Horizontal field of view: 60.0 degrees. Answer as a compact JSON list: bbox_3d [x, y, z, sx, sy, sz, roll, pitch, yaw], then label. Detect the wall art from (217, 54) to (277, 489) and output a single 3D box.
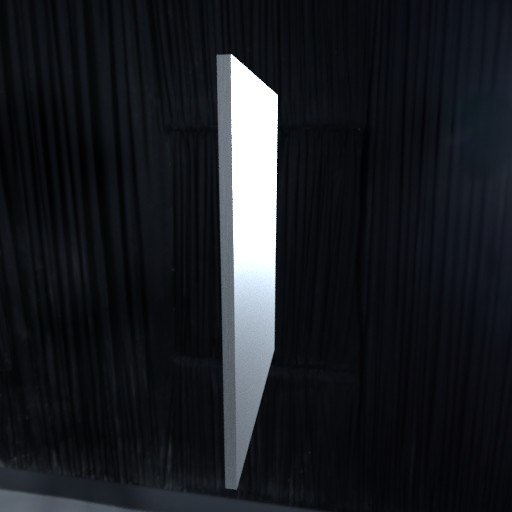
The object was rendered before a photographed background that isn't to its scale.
[{"bbox_3d":[0.000,0.000,1.415,0.030,1.046,0.816,2,15,9],"label":"wall art"}]
